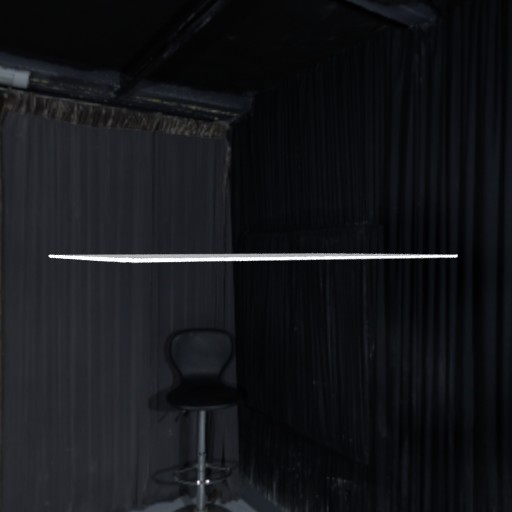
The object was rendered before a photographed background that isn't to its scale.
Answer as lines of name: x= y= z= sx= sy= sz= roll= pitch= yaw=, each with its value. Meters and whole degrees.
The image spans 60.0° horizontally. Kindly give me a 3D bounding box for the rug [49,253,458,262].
rug: x=0.000 y=0.000 z=2.376 sx=1.832 sy=0.016 sz=1.224 roll=0 pitch=1 yaw=-35
